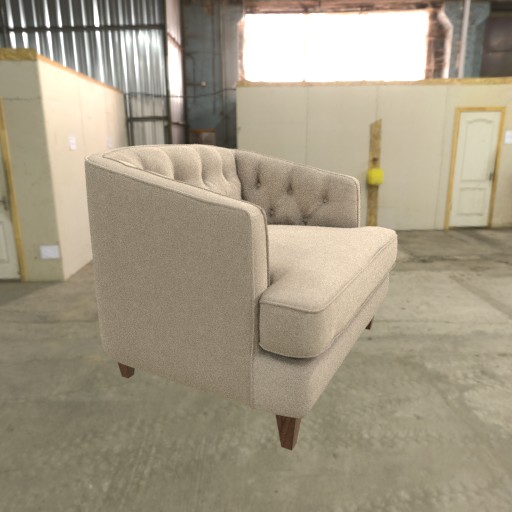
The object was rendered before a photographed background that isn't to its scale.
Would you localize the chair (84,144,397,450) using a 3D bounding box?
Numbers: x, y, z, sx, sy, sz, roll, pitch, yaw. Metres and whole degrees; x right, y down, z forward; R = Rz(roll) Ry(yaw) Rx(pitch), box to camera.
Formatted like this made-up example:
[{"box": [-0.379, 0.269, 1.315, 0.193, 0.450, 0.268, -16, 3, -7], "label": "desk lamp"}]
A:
[{"box": [0.000, 0.000, 1.760, 0.941, 0.852, 1.104, 8, 17, 26], "label": "chair"}]
